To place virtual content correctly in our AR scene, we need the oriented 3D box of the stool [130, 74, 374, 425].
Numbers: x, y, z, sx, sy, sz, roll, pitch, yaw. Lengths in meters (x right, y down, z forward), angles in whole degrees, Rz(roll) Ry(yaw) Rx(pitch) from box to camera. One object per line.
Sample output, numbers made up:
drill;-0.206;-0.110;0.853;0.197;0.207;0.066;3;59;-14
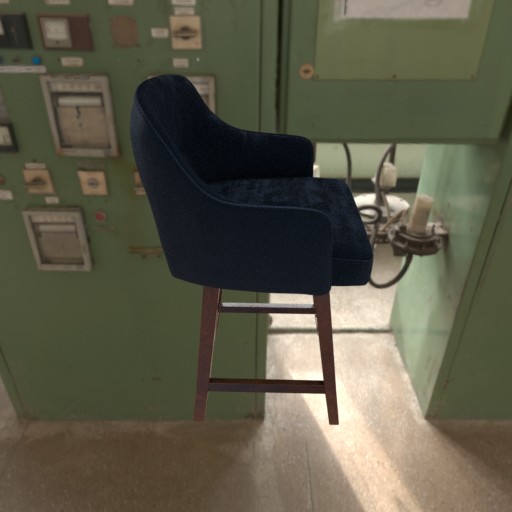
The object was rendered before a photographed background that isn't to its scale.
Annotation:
stool;0.000;0.000;1.274;0.560;0.940;0.550;1;32;1
